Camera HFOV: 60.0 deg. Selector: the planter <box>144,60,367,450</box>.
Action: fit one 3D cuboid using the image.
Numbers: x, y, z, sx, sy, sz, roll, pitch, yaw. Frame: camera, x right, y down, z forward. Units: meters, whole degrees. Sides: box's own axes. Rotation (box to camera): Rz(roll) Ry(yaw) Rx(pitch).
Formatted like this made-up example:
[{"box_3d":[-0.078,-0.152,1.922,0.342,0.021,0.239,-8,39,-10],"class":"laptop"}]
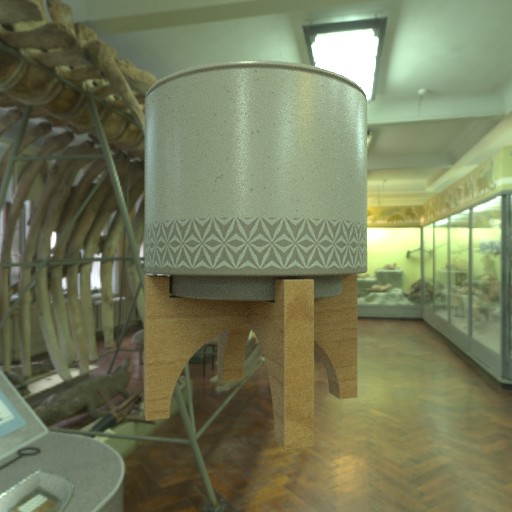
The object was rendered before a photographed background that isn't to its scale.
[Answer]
[{"box_3d":[0.000,0.000,0.266,0.130,0.178,0.130,0,0,0],"class":"planter"}]
